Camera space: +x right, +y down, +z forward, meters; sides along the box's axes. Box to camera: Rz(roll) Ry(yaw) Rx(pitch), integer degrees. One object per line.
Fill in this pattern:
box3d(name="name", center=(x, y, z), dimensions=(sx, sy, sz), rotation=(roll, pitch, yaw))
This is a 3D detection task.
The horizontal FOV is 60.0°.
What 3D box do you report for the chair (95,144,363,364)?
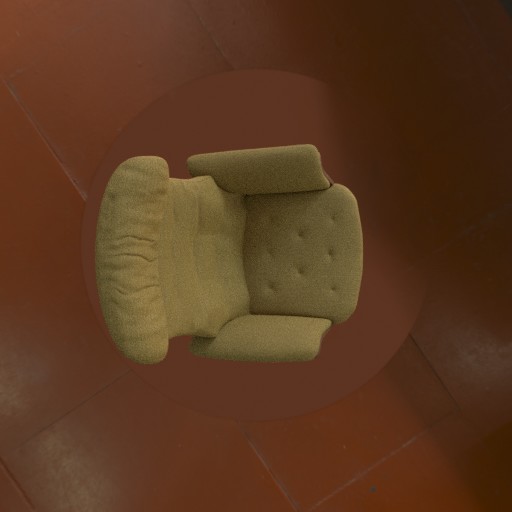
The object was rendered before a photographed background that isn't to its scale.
box3d(name="chair", center=(0.000, 0.000, 1.596), dimensions=(0.837, 0.995, 0.785), rotation=(0, 91, 0))
